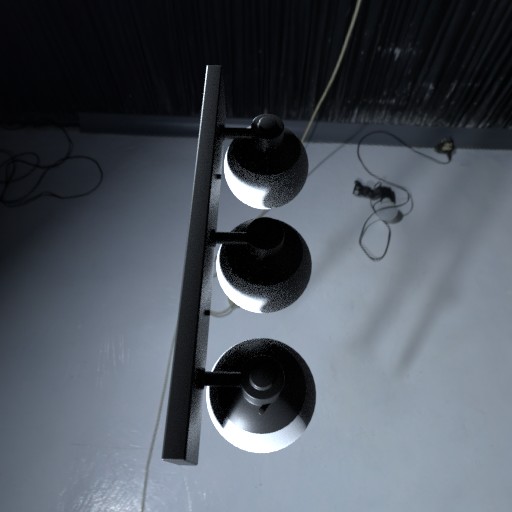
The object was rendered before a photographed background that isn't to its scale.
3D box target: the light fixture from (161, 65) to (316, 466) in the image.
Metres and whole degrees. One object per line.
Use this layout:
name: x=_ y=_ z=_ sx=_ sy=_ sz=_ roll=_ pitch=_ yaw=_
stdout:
light fixture: x=0.000 y=0.000 z=0.837 sx=0.218 sy=0.263 sz=0.721 roll=1 pitch=62 yaw=1
